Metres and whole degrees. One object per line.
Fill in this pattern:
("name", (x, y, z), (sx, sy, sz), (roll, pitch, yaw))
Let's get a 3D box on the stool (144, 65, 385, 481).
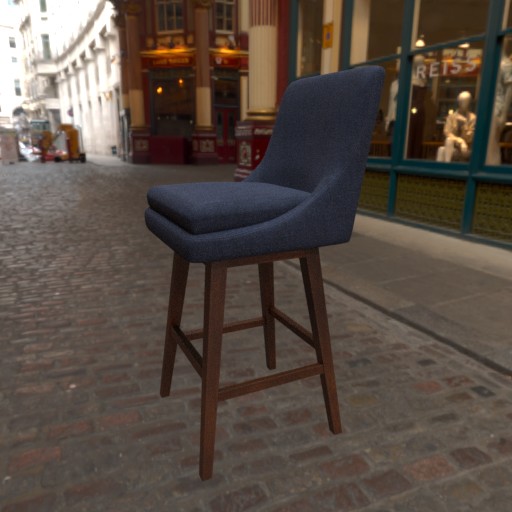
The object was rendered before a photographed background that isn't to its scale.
("stool", (0.000, 0.000, 1.355), (0.572, 1.068, 0.489), (-8, 17, -25))
